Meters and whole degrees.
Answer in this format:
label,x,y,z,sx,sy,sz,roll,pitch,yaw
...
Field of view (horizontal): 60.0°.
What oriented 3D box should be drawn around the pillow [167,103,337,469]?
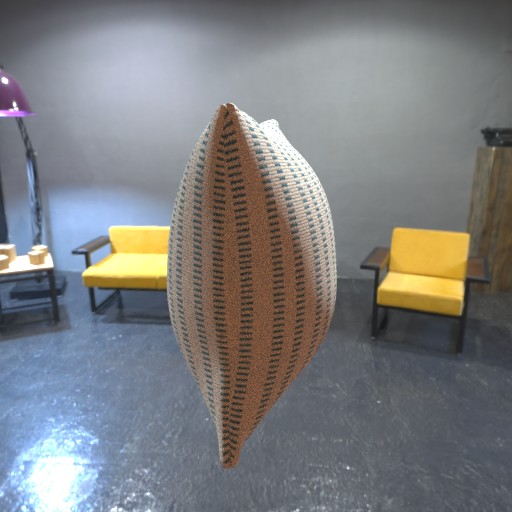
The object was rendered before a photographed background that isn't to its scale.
label,x,y,z,sx,sy,sz,roll,pitch,yaw
pillow,0.000,0.000,0.682,0.247,0.419,0.438,2,15,8
